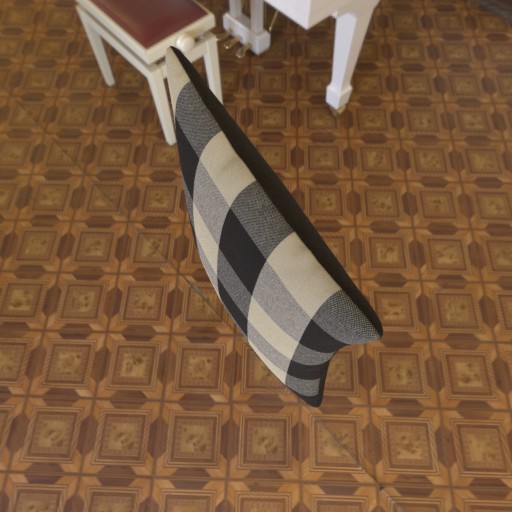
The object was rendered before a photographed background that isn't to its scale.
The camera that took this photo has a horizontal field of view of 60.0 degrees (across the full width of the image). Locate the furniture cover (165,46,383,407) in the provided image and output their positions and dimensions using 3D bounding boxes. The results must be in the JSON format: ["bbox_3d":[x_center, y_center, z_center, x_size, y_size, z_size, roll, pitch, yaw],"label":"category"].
[{"bbox_3d":[0.000,0.000,0.781,0.161,0.509,0.511,-28,67,-13],"label":"furniture cover"}]
